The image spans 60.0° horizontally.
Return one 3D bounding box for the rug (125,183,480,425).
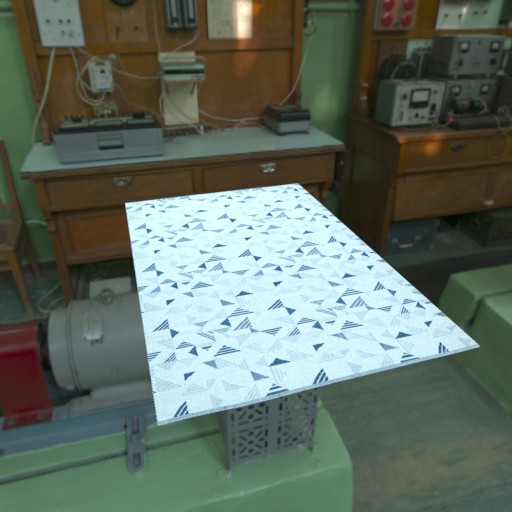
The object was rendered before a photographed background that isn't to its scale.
[{"bbox_3d":[0.000,0.000,2.274,1.206,0.003,1.835,-9,31,-15],"label":"rug"}]
